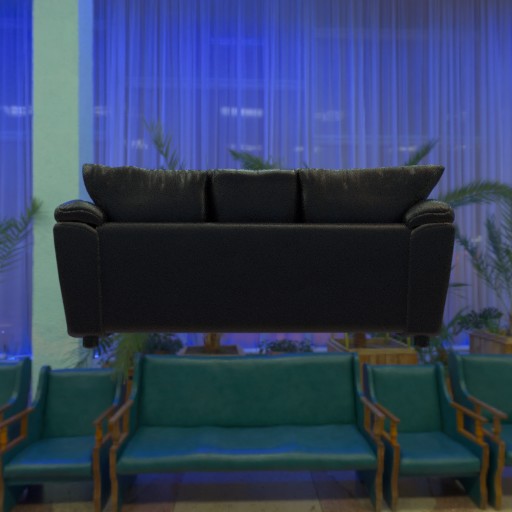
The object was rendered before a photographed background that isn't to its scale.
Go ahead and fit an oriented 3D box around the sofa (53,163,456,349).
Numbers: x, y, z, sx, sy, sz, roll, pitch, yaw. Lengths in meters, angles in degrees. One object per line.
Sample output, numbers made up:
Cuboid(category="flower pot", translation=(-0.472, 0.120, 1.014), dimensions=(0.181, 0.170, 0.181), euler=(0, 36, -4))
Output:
Cuboid(category="sofa", translation=(0.000, 0.000, 2.869), dimensions=(2.336, 1.073, 0.880), euler=(0, -1, 0))
